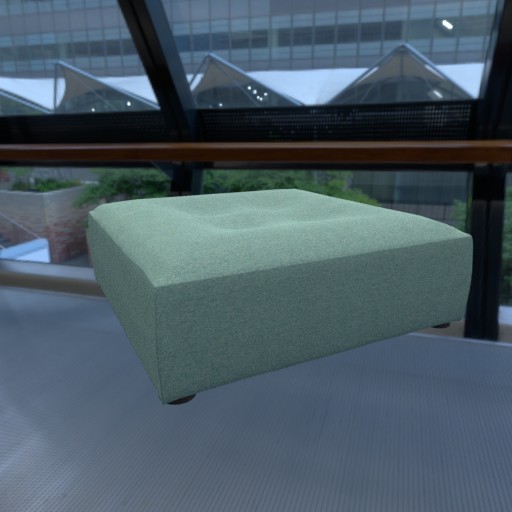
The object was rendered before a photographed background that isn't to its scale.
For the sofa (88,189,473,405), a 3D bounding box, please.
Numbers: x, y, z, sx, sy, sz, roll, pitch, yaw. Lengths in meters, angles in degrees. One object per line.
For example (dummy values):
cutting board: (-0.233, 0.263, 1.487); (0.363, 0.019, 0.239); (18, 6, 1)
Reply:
sofa: (0.000, 0.000, 1.477); (0.930, 0.330, 0.930); (-8, 18, -26)
